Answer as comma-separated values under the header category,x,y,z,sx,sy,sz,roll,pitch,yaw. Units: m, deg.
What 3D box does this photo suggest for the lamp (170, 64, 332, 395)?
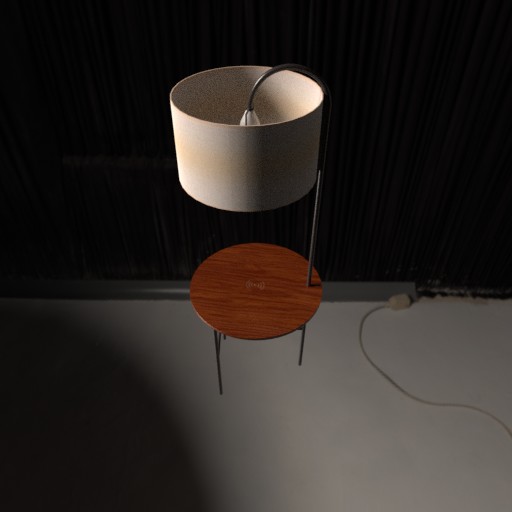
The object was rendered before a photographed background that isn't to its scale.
category,x,y,z,sx,sy,sz,roll,pitch,yaw
lamp,0.000,0.000,1.813,0.573,1.517,0.573,0,42,0
